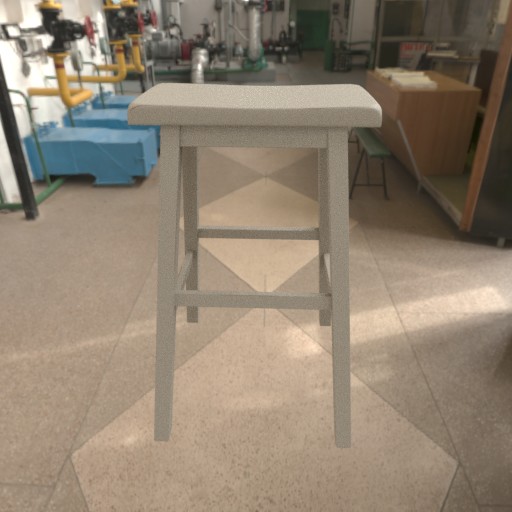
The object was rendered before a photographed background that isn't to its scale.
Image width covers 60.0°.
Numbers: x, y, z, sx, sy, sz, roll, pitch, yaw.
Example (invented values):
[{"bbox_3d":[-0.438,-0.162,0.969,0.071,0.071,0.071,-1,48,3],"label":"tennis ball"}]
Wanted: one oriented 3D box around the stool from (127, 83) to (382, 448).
[{"bbox_3d":[0.000,0.000,1.051,0.457,0.737,0.476,1,30,2],"label":"stool"}]
